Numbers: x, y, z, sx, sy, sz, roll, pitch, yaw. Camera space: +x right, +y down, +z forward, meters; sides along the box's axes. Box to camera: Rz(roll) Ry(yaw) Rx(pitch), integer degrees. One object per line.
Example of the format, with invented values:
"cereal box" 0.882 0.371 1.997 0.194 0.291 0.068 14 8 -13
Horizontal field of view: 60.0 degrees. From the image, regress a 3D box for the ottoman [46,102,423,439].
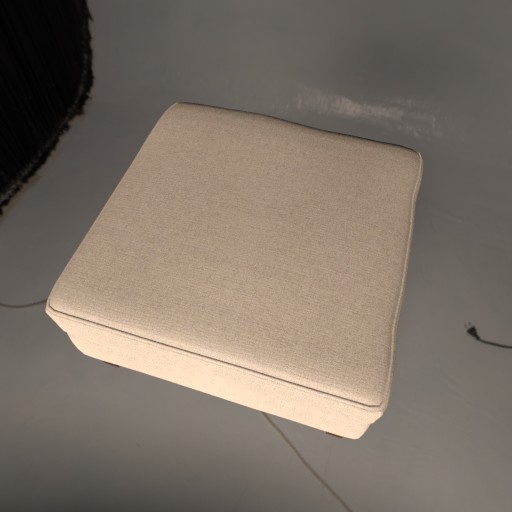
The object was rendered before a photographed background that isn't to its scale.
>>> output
"ottoman" 0.000 0.000 1.353 0.838 0.481 0.838 15 58 9
